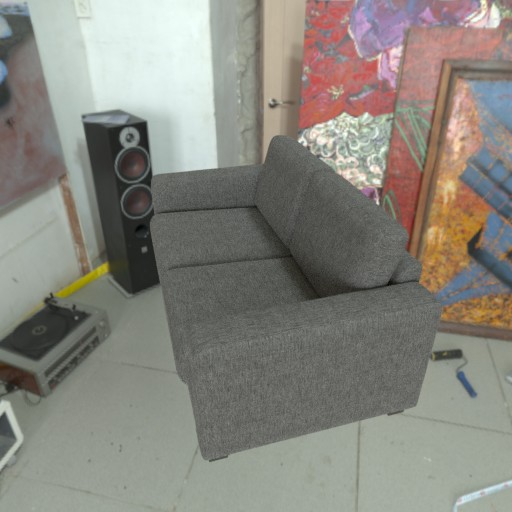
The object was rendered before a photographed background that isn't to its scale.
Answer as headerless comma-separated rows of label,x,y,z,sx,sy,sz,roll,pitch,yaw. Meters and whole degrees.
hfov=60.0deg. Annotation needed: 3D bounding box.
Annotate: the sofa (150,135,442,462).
sofa,0.000,0.000,2.075,0.900,0.800,1.520,-9,32,-14
